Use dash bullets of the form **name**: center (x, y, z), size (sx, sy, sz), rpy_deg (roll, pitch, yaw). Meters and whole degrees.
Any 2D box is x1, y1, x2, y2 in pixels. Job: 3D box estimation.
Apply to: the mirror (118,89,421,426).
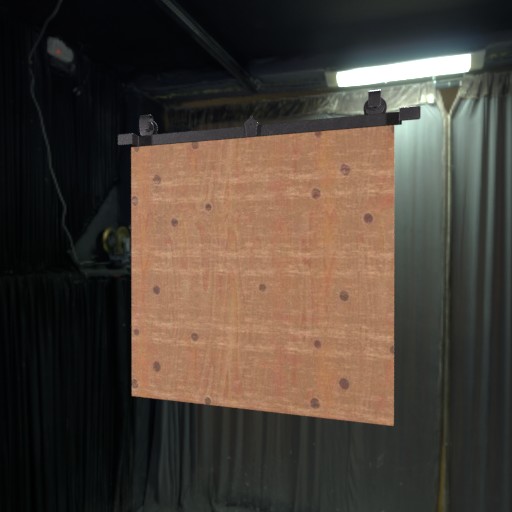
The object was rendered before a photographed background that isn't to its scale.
- **mirror**: center (0.000, 0.000, 1.160), size (0.805, 0.800, 0.054), rpy_deg (0, 0, 18)
